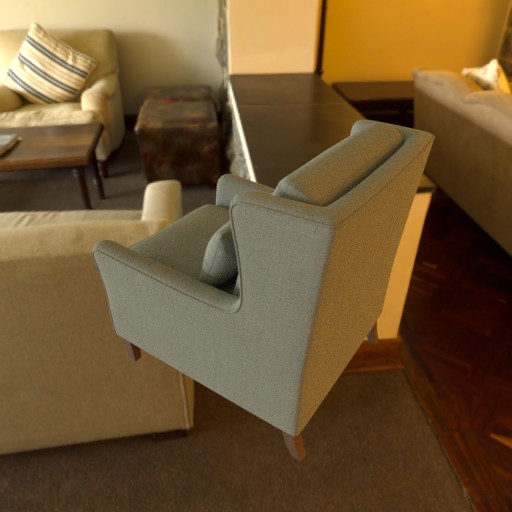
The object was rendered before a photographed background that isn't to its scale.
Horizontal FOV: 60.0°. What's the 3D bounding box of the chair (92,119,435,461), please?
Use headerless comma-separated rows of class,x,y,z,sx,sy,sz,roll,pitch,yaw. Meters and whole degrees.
chair,0.000,0.000,1.817,1.040,1.056,0.866,21,39,28
